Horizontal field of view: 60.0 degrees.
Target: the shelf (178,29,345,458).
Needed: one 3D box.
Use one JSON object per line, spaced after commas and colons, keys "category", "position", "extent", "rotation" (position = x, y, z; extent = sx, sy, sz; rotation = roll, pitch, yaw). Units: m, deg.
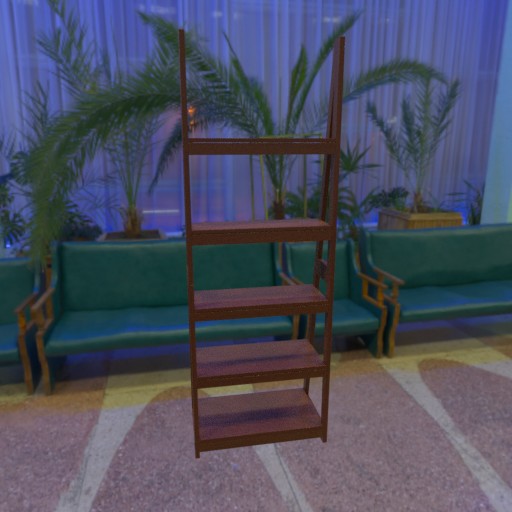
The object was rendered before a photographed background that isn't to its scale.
{"category": "shelf", "position": [0.000, 0.000, 2.015], "extent": [0.630, 1.780, 0.356], "rotation": [-3, 15, -10]}
